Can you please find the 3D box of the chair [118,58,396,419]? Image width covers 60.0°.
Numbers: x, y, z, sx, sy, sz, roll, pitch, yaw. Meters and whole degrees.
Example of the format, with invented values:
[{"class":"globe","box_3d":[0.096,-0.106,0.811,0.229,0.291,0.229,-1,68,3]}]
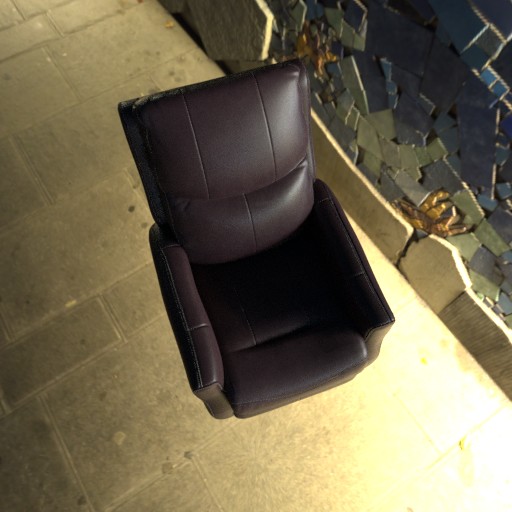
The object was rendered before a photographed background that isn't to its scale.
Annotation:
[{"class":"chair","box_3d":[0.000,0.000,1.745,0.829,1.030,1.080,-17,67,-8]}]
